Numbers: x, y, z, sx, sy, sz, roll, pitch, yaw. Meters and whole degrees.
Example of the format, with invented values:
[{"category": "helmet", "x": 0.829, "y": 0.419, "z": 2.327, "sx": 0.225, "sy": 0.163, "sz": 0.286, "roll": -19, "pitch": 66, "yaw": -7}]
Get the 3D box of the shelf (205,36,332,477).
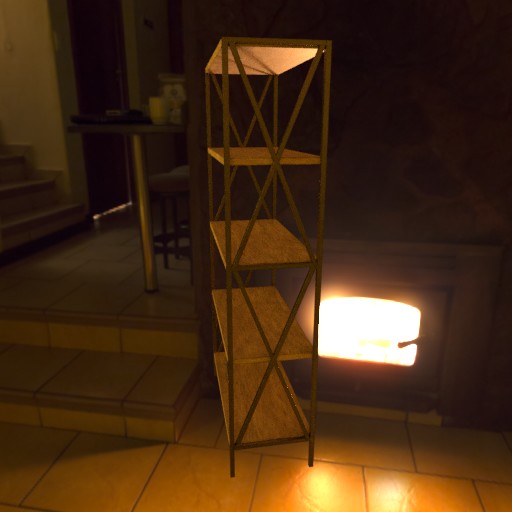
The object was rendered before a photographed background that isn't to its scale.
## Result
[{"category": "shelf", "x": 0.000, "y": 0.000, "z": 2.183, "sx": 0.386, "sy": 1.803, "sz": 0.874, "roll": -3, "pitch": 17, "yaw": -10}]
